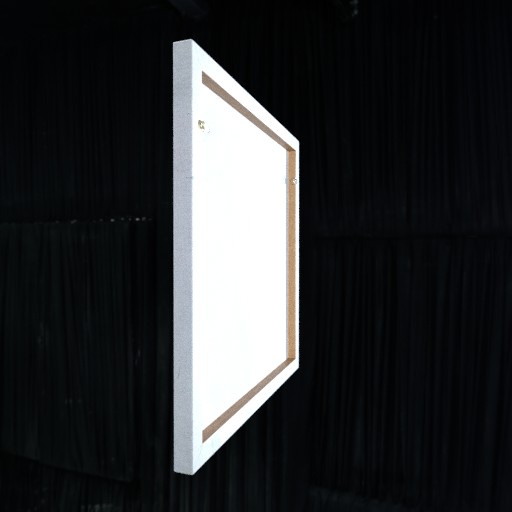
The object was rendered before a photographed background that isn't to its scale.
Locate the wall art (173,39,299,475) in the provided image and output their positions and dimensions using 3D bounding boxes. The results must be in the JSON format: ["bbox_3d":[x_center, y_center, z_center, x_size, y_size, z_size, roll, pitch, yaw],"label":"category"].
[{"bbox_3d":[0.000,0.000,1.137,0.041,0.762,0.762,0,1,20],"label":"wall art"}]
